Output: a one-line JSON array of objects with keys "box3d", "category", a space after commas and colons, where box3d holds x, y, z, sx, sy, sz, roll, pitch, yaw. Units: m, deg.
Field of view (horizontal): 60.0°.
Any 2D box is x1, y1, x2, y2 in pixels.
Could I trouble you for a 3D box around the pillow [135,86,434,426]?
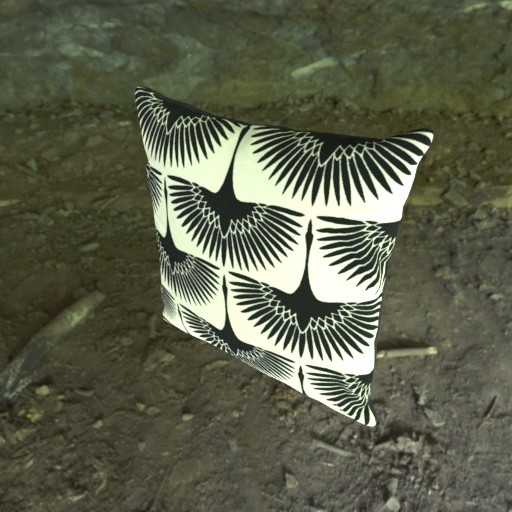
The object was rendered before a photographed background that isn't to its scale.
[{"box3d": [0.000, 0.000, 0.650, 0.432, 0.432, 0.139, 20, 36, 30], "category": "pillow"}]
